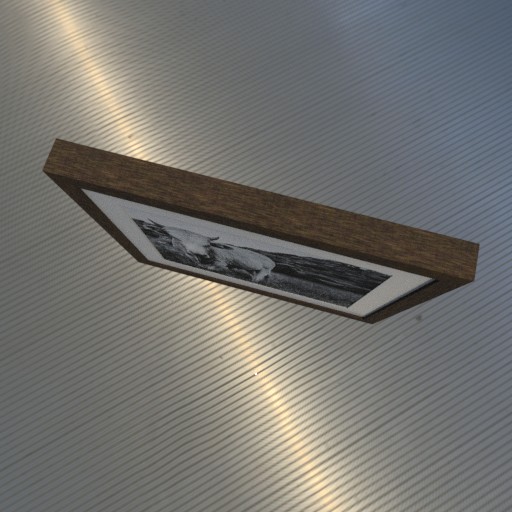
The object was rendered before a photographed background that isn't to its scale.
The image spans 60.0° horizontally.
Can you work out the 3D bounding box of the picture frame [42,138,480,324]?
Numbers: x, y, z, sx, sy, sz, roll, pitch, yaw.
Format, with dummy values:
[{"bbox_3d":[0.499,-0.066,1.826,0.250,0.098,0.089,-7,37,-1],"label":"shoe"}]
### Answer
[{"bbox_3d":[0.000,0.000,0.538,0.378,0.330,0.033,15,76,4],"label":"picture frame"}]
